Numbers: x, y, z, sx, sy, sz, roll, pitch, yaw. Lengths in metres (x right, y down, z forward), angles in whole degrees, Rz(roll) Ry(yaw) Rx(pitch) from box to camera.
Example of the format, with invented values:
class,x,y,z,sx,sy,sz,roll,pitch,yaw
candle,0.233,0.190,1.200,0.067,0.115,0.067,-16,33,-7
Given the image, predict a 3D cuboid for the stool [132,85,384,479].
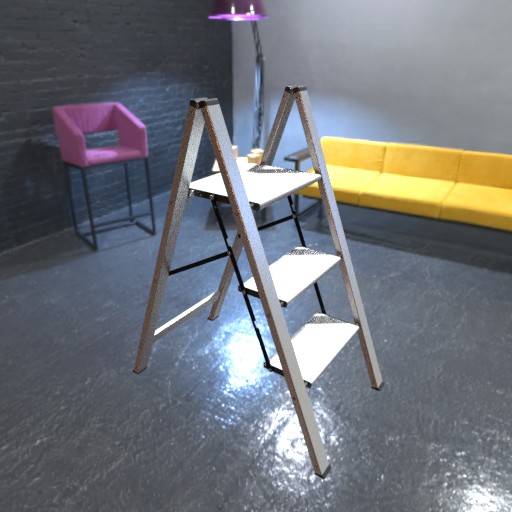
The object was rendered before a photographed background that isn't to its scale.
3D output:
class,x,y,z,sx,sy,sz,roll,pitch,yaw
stool,0.000,0.000,1.292,0.730,0.902,0.441,17,30,31
